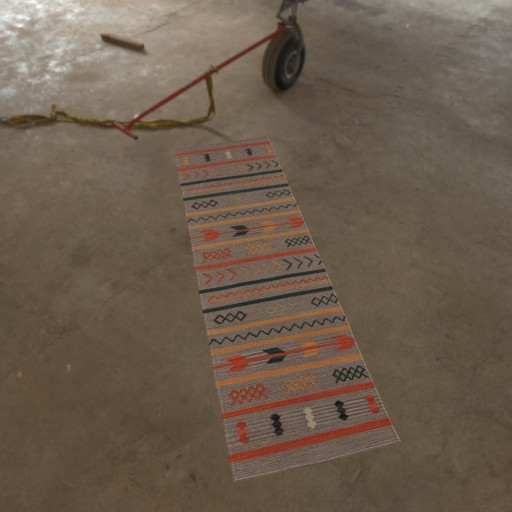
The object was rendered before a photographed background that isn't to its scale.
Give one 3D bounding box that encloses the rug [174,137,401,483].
[{"bbox_3d":[0.000,0.000,2.656,0.744,0.022,2.419,-10,49,-9],"label":"rug"}]
